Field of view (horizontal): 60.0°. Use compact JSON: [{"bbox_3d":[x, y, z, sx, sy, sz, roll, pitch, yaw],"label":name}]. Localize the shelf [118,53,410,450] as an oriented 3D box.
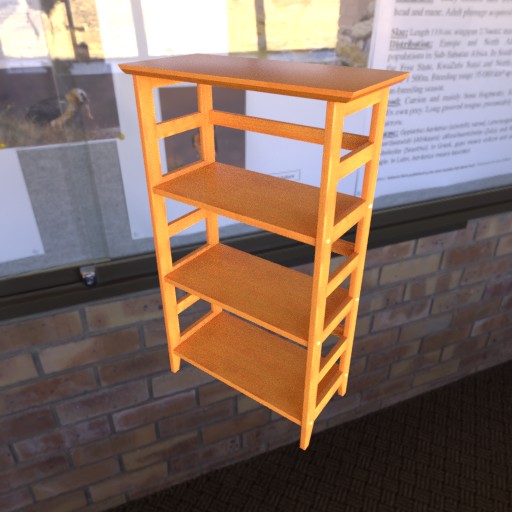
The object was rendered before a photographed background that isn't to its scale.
[{"bbox_3d":[0.000,0.000,1.354,0.660,1.067,0.305,20,36,30],"label":"shelf"}]
